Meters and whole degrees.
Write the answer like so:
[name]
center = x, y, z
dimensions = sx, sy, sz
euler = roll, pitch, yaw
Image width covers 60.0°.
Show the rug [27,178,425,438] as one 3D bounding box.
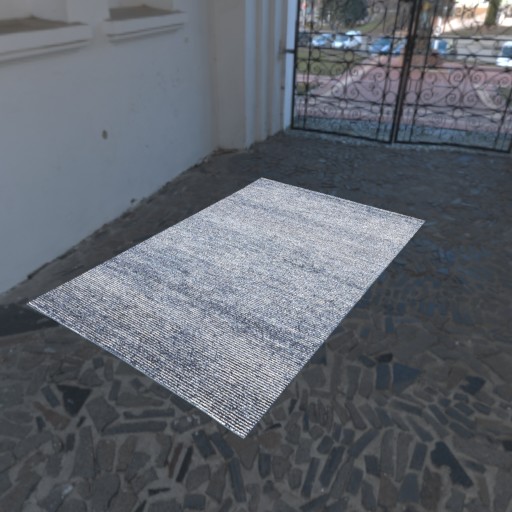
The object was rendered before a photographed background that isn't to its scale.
[rug]
center = 0.000, 0.000, 2.186
dimensions = 1.135, 0.010, 1.740
euler = 20, 37, 30
